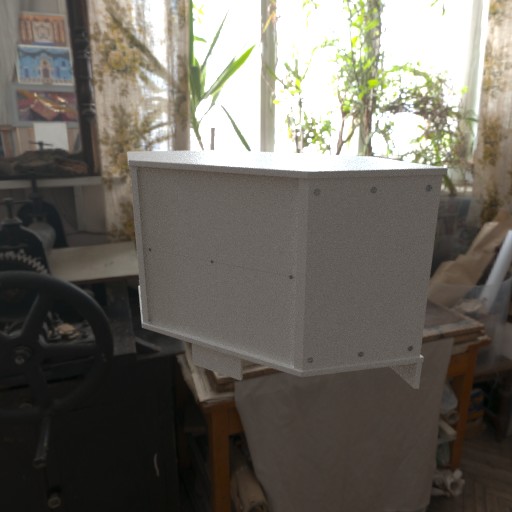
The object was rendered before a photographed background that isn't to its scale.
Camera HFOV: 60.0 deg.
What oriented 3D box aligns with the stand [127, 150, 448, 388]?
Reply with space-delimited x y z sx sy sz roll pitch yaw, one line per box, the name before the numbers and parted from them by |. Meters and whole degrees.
stand | 0.000 0.000 1.417 1.072 0.614 0.477 10 20 29
